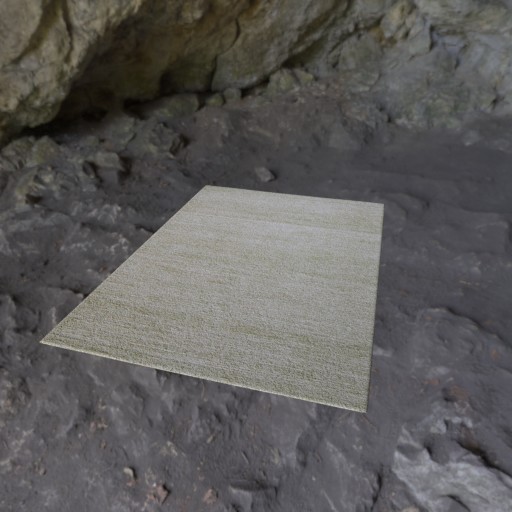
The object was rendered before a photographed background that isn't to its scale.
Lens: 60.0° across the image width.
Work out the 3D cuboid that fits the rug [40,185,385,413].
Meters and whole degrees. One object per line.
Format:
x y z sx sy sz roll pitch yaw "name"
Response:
0.000 0.000 2.970 1.606 0.017 2.270 8 31 14 "rug"
